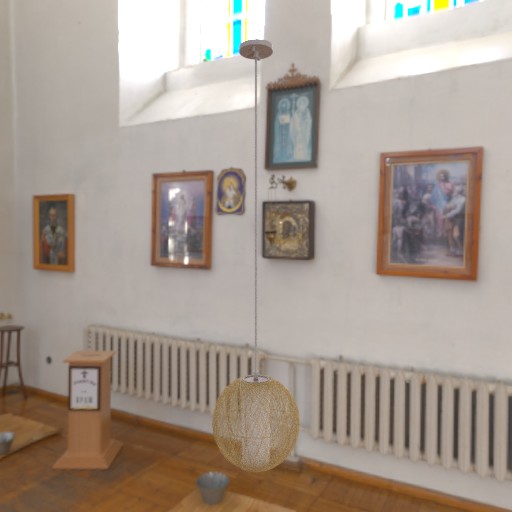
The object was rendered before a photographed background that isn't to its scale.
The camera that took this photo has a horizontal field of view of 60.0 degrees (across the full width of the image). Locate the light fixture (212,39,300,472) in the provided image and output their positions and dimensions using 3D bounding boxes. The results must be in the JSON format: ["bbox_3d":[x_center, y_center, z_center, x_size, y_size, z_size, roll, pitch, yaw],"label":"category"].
[{"bbox_3d":[0.000,0.000,2.077,0.406,1.955,0.407,0,0,-17],"label":"light fixture"}]
